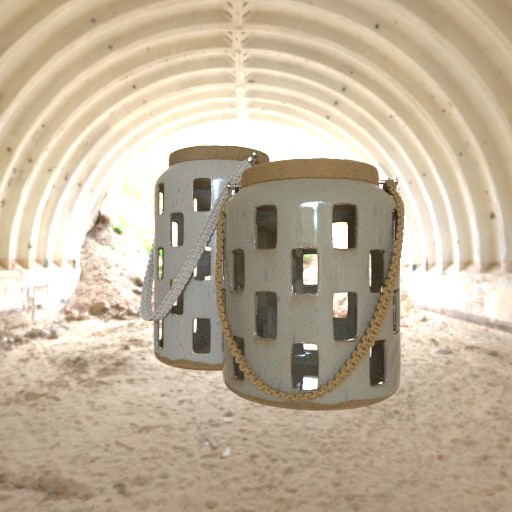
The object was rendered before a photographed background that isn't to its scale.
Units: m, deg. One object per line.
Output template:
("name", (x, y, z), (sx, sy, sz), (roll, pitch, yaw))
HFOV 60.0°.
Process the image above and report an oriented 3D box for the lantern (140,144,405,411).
("lantern", (0.000, 0.000, 0.489), (0.184, 0.255, 0.347), (1, -1, -36))
